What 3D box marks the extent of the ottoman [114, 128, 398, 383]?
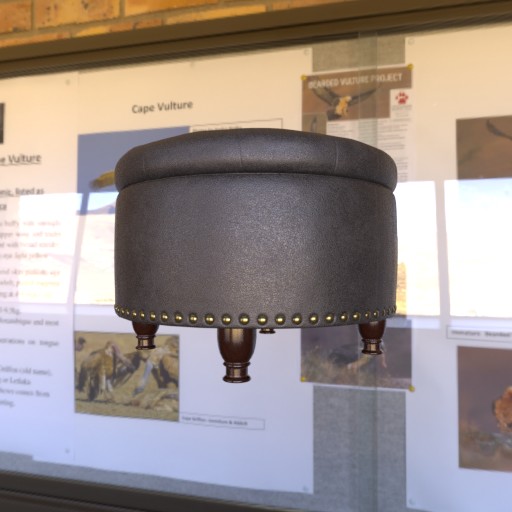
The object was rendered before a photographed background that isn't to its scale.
[{"bbox_3d":[0.000,0.000,1.043,0.637,0.442,0.637,0,-1,0],"label":"ottoman"}]
